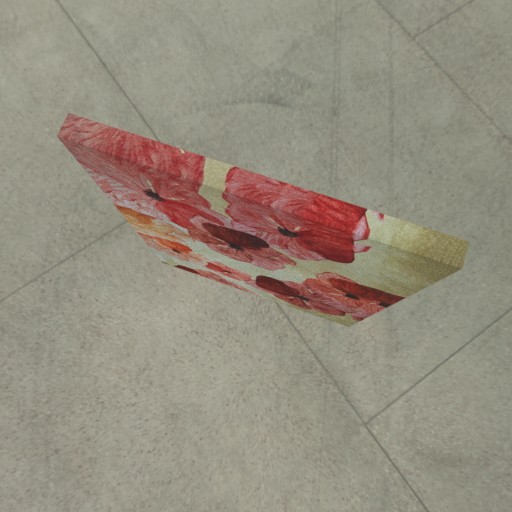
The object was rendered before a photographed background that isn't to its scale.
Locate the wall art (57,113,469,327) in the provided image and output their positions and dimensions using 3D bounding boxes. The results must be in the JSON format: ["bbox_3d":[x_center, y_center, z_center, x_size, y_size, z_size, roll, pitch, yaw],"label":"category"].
[{"bbox_3d":[0.000,0.000,0.667,0.406,0.508,0.028,19,76,5],"label":"wall art"}]
